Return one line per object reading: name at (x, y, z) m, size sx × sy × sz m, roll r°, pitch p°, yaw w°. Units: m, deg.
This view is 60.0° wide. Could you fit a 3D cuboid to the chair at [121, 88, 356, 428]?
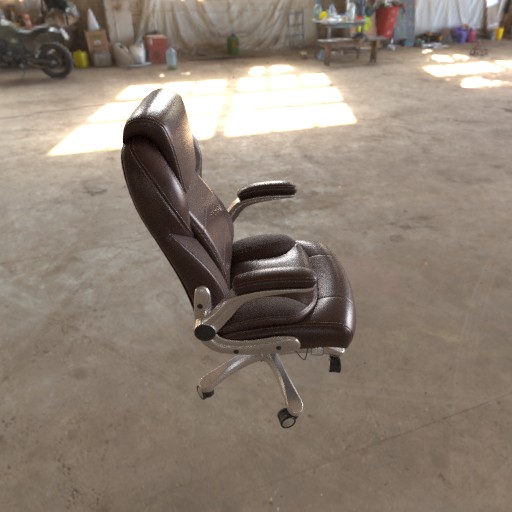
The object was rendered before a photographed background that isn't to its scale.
chair at (0.000, 0.000, 1.678) m, size 0.774 × 1.160 × 0.733 m, roll 0°, pitch 32°, yaw -1°
